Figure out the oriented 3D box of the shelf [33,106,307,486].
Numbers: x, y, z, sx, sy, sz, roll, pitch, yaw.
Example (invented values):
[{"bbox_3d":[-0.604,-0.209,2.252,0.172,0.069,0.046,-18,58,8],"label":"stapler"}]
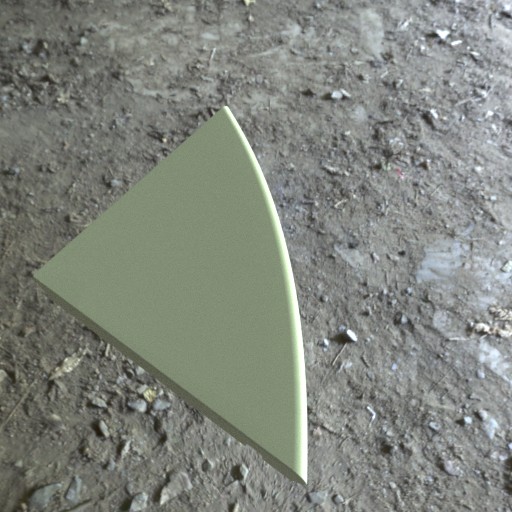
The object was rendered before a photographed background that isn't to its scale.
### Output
[{"bbox_3d":[0.000,0.000,0.466,0.310,0.050,0.310,31,63,18],"label":"shelf"}]
